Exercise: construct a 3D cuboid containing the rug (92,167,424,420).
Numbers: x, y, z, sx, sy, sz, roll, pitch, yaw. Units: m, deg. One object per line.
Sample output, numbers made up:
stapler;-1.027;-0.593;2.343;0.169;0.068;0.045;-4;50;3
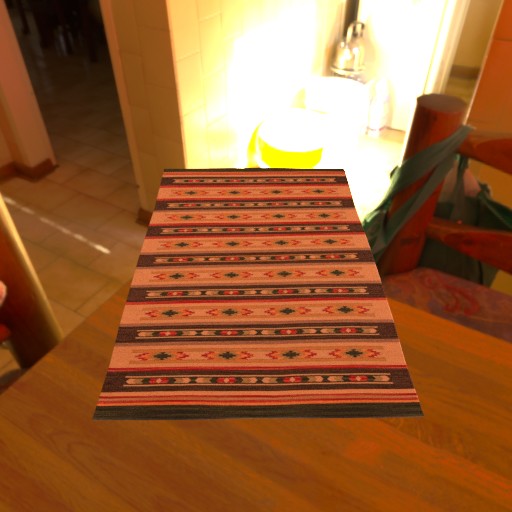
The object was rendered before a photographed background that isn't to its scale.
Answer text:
rug;0.000;0.000;2.313;1.221;0.009;1.825;0;41;0
